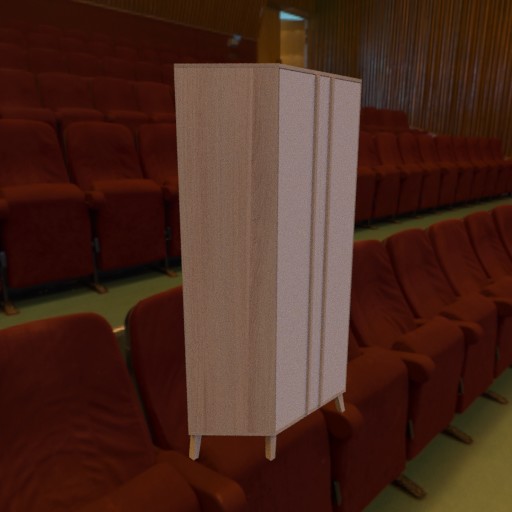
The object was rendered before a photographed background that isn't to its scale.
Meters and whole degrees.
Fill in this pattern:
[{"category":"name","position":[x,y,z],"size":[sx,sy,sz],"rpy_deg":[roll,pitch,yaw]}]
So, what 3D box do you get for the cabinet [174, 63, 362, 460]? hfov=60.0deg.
[{"category":"cabinet","position":[0.000,0.000,2.665],"size":[1.272,1.957,0.969],"rpy_deg":[-13,18,-43]}]
